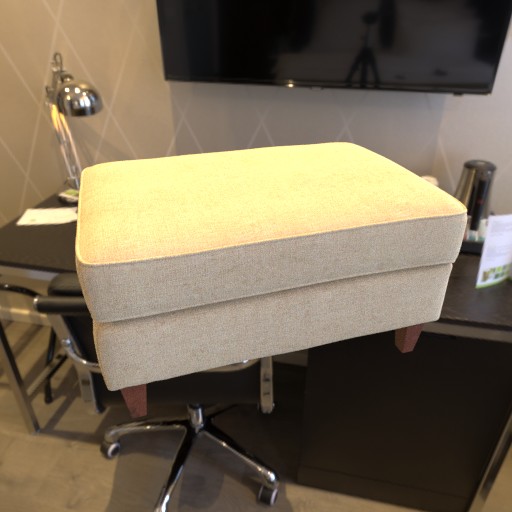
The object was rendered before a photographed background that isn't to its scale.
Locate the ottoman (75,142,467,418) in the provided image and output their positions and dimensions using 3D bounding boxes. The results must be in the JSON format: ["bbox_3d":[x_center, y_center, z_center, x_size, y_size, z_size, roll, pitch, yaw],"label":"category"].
[{"bbox_3d":[0.000,0.000,1.217,0.862,0.484,0.583,-9,32,-15],"label":"ottoman"}]
